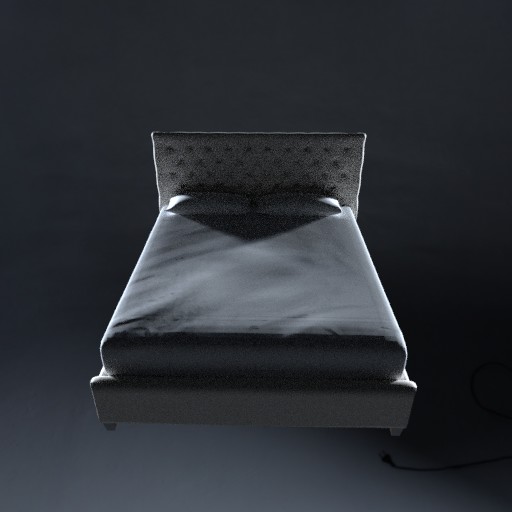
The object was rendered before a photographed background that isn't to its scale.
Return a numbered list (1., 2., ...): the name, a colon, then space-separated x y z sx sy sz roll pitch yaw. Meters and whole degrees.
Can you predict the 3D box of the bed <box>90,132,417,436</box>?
1. bed: 0.000 0.000 3.649 2.078 1.427 2.387 1 30 1
